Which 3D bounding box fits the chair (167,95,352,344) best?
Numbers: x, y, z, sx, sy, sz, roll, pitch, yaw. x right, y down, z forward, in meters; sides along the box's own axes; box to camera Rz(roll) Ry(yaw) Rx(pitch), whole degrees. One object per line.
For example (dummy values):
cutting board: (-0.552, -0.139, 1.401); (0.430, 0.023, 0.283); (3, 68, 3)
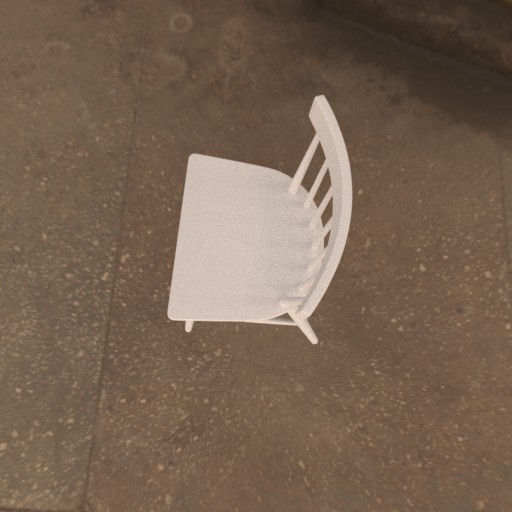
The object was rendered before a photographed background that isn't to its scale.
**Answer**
chair: (0.000, 0.000, 1.424); (0.572, 1.092, 0.483); (5, 77, 1)
